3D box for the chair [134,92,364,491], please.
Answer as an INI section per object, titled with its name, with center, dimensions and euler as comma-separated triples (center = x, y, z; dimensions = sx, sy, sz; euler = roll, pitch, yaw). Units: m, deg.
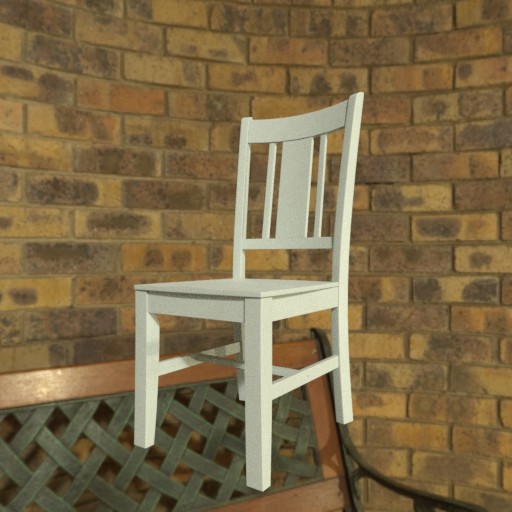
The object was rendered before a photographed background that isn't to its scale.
[chair]
center = 0.000, 0.000, 1.273
dimensions = 0.450, 0.998, 0.555
euler = 0, 0, 35
